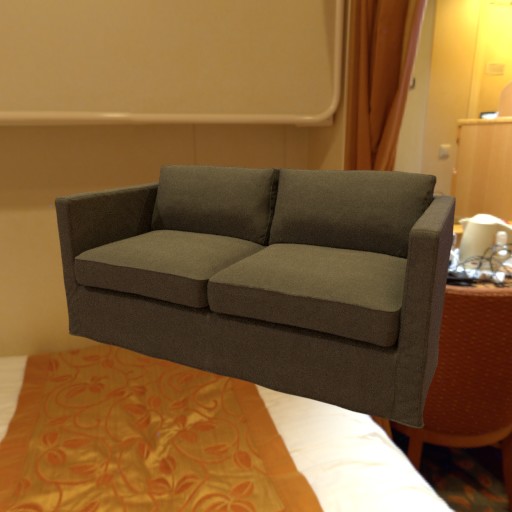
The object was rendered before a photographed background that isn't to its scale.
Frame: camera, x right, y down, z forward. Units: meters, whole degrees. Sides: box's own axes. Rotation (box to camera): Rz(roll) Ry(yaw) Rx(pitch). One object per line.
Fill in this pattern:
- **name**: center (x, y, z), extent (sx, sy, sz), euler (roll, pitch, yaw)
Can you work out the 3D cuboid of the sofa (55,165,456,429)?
- **sofa**: center (0.000, 0.000, 2.260), extent (1.802, 0.854, 0.974), euler (8, 17, 25)
